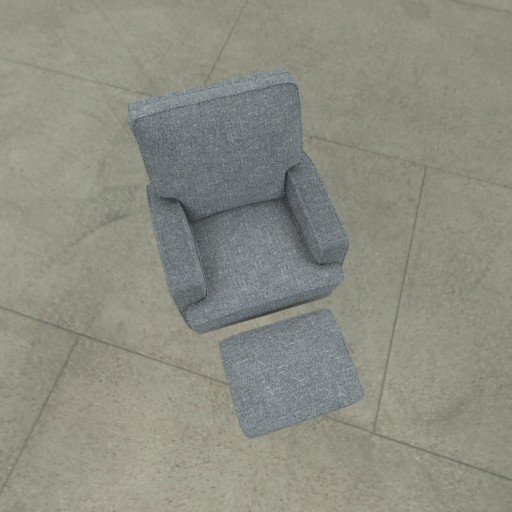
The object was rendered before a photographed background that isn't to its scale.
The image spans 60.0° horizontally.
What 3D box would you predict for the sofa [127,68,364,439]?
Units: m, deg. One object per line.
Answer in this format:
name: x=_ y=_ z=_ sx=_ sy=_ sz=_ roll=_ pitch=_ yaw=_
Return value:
sofa: x=0.000 y=0.000 z=2.057 sx=0.861 sy=0.959 sz=1.472 roll=-16 pitch=66 yaw=-7
